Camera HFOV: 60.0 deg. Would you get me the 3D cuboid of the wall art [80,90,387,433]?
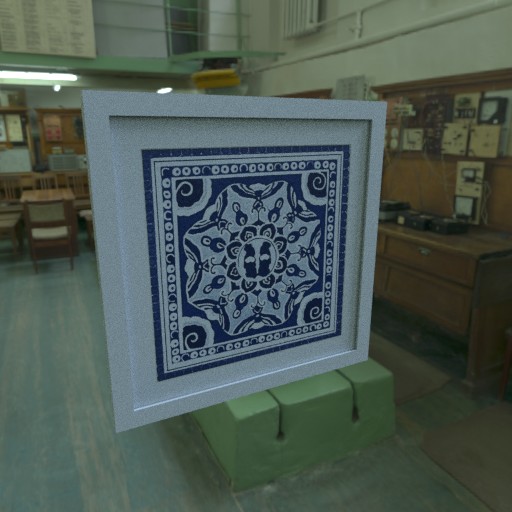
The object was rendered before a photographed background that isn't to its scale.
[{"bbox_3d":[0.000,0.000,0.827,0.559,0.559,0.028,-8,18,-26],"label":"wall art"}]
